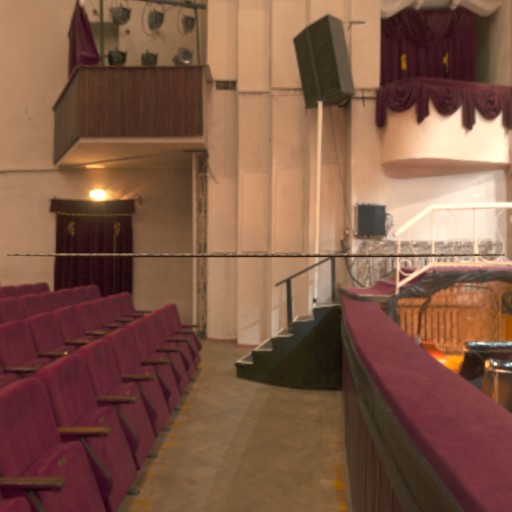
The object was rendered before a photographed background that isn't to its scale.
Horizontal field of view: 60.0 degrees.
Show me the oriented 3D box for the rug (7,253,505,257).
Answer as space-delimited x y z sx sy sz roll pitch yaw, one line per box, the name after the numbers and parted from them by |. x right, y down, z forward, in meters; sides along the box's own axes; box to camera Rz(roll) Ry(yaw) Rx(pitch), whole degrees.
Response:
0.000 0.000 2.233 1.824 0.008 1.220 0 0 0 | rug
